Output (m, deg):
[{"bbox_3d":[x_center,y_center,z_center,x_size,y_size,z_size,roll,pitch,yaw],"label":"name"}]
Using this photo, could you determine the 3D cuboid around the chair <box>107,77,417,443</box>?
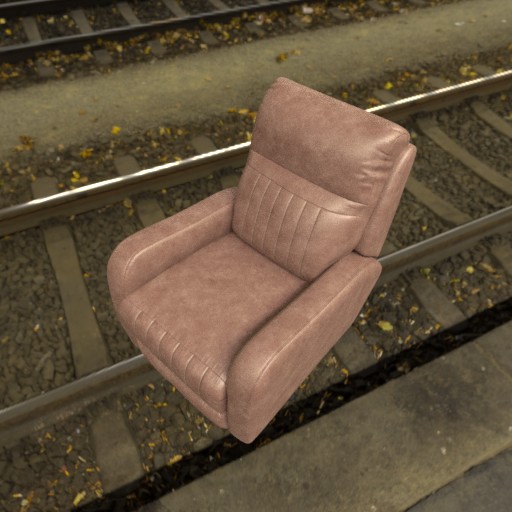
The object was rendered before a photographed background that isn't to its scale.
[{"bbox_3d":[0.000,0.000,1.852,0.865,1.067,1.067,34,55,28],"label":"chair"}]
